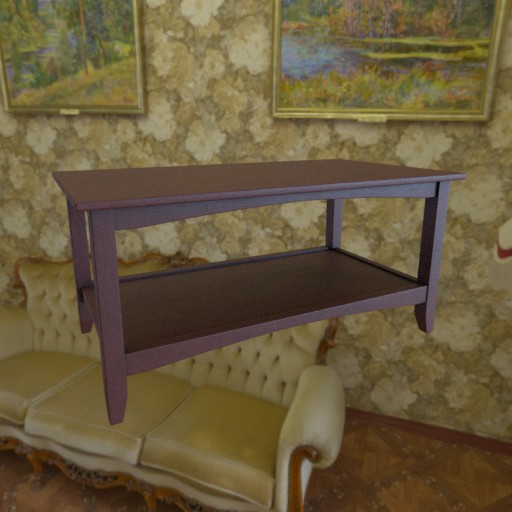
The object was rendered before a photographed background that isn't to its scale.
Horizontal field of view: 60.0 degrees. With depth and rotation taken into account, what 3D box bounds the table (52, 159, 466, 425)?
[{"bbox_3d":[0.000,0.000,1.222,0.943,0.456,0.533,-9,19,-26],"label":"table"}]
